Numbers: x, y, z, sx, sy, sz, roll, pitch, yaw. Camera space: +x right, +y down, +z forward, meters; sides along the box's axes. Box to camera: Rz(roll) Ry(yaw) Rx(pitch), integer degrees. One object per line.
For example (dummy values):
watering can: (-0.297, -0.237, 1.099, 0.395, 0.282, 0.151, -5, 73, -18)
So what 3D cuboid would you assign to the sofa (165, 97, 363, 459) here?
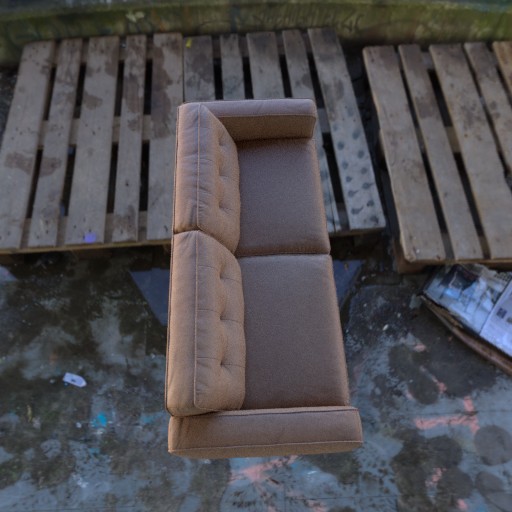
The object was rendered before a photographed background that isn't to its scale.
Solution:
sofa: (0.000, 0.000, 2.753, 0.953, 0.780, 2.270, -2, 64, -1)
